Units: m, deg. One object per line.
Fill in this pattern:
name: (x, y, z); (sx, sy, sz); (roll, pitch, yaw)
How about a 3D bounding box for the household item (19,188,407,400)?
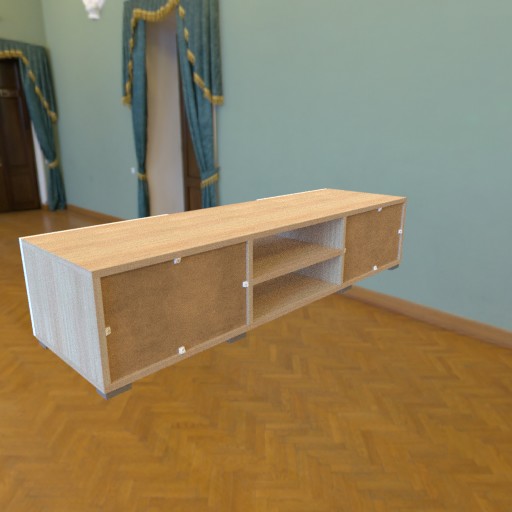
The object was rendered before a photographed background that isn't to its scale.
household item: (0.000, 0.000, 1.575); (0.420, 0.310, 1.400); (15, 22, 42)
